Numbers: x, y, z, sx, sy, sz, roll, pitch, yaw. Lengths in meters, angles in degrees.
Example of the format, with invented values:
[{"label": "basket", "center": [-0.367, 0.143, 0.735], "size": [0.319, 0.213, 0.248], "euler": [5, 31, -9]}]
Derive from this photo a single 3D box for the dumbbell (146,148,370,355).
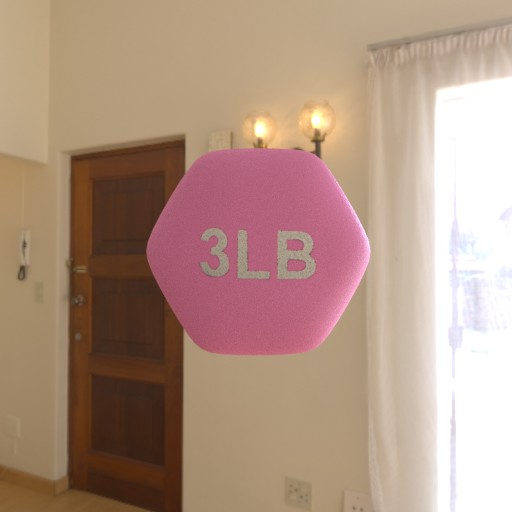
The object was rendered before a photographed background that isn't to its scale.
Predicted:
[{"label": "dumbbell", "center": [0.000, 0.000, 0.191], "size": [0.064, 0.058, 0.159], "euler": [0, -1, 0]}]
